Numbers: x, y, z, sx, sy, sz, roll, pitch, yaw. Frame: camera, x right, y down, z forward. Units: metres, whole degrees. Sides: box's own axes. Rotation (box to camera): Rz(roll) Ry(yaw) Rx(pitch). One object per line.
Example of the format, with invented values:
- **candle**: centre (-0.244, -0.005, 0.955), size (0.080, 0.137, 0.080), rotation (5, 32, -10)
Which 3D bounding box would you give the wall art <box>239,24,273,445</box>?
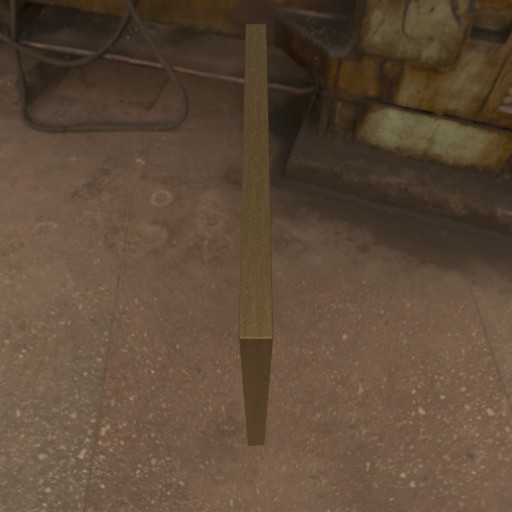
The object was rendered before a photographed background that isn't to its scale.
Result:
- **wall art**: centre (0.000, 0.000, 0.741), size (0.031, 0.506, 0.503), rotation (0, 57, 0)
